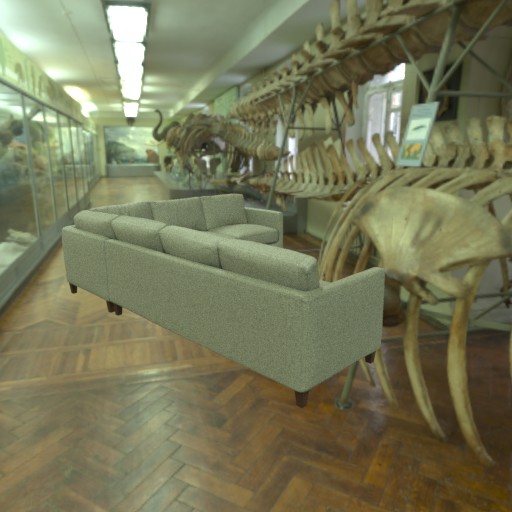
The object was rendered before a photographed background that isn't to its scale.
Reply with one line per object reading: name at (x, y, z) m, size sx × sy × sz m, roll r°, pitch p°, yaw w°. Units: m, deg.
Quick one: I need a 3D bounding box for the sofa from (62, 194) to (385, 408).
sofa at (0.000, 0.000, 4.508) m, size 3.302 × 0.947 × 2.593 m, roll 13°, pitch 19°, yaw 43°
